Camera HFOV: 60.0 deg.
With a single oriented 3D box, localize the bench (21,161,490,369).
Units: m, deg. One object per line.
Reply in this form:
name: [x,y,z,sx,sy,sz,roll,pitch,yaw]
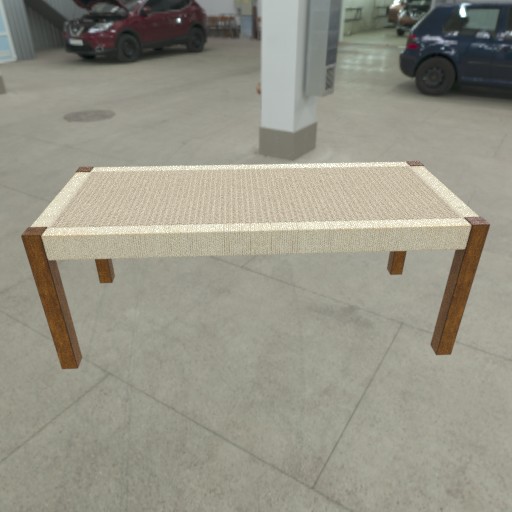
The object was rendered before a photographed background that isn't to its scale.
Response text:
bench: [0.000,0.000,1.463,1.198,0.457,0.507,-2,31,-3]
